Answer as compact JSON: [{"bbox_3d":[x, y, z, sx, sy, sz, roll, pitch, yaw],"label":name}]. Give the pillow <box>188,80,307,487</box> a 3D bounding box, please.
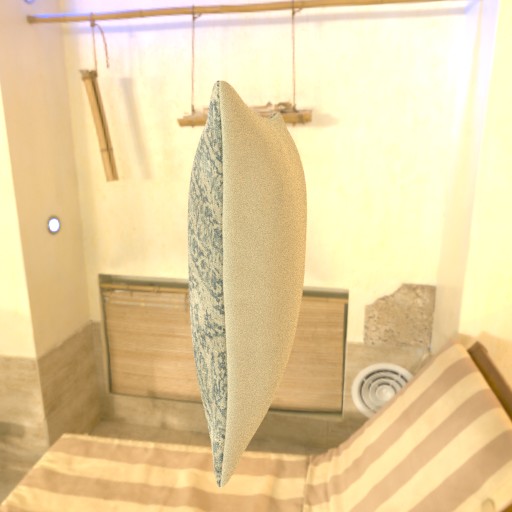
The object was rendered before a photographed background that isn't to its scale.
[{"bbox_3d":[0.000,0.000,0.773,0.166,0.510,0.523,2,15,9],"label":"pillow"}]
